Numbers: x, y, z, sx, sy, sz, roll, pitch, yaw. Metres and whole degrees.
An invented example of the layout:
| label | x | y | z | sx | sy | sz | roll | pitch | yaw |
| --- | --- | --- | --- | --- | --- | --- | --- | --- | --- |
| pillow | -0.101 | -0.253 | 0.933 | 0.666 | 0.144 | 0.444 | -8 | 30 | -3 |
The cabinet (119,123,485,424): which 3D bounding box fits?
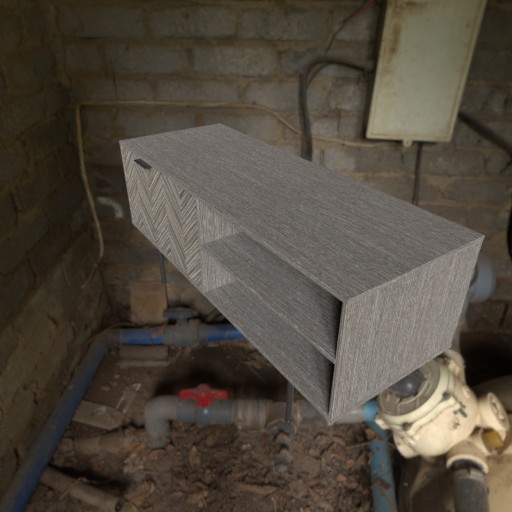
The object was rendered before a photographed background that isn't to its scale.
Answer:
| label | x | y | z | sx | sy | sz | roll | pitch | yaw |
| --- | --- | --- | --- | --- | --- | --- | --- | --- | --- |
| cabinet | 0.000 | 0.000 | 1.604 | 0.500 | 0.599 | 1.300 | -20 | 36 | -29 |
